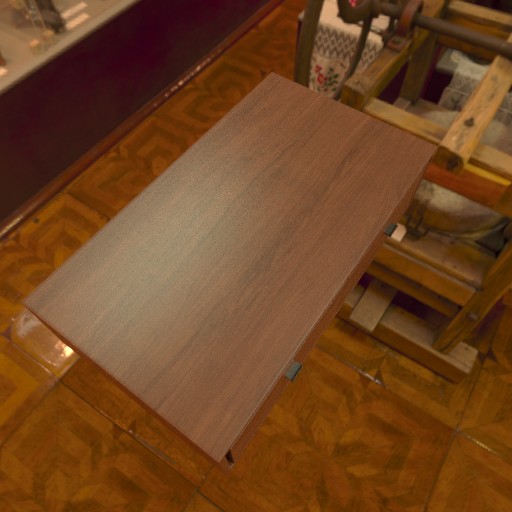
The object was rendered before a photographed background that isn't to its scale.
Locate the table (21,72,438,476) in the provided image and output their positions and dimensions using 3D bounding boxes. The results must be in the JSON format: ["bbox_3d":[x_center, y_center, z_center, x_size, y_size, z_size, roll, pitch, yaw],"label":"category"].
[{"bbox_3d":[0.000,0.000,1.305,0.600,0.380,1.020,31,64,18],"label":"table"}]
